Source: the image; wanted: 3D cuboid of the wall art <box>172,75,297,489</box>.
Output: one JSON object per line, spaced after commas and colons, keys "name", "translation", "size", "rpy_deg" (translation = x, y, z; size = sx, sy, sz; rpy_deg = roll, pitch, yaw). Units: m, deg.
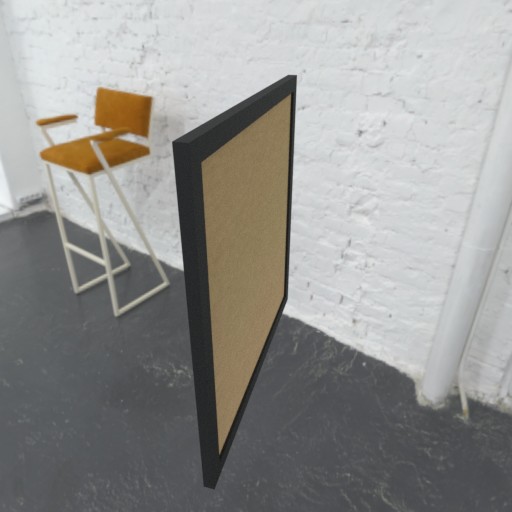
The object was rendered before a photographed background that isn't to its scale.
{"name": "wall art", "translation": [0.000, 0.000, 0.521], "size": [0.012, 0.357, 0.358], "rpy_deg": [8, 30, 14]}
